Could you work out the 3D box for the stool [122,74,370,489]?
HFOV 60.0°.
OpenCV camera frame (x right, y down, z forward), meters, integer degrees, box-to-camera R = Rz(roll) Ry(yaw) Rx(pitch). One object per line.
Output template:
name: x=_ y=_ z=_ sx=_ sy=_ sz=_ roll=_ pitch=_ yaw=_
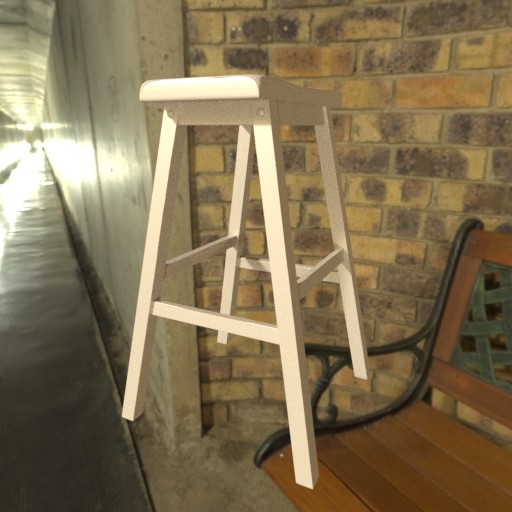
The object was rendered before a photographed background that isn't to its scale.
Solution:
stool: x=0.000 y=0.000 z=1.031 sx=0.476 sy=0.737 sz=0.457 roll=8 pitch=18 yaw=26
